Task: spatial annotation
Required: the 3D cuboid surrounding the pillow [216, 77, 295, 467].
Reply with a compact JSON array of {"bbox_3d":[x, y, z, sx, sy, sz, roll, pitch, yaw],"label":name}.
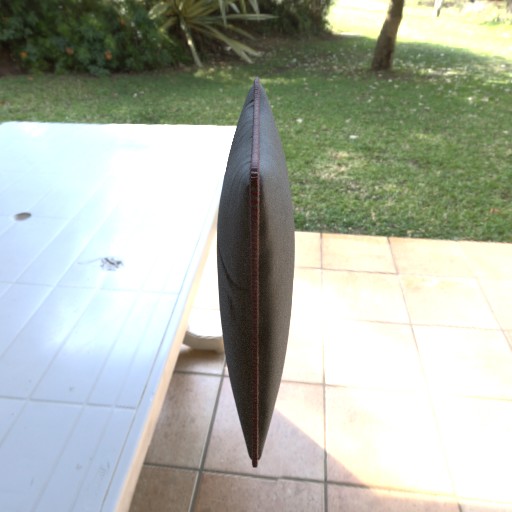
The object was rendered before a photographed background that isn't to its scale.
[{"bbox_3d":[0.000,0.000,0.746,0.124,0.491,0.482,0,33,0],"label":"pillow"}]
